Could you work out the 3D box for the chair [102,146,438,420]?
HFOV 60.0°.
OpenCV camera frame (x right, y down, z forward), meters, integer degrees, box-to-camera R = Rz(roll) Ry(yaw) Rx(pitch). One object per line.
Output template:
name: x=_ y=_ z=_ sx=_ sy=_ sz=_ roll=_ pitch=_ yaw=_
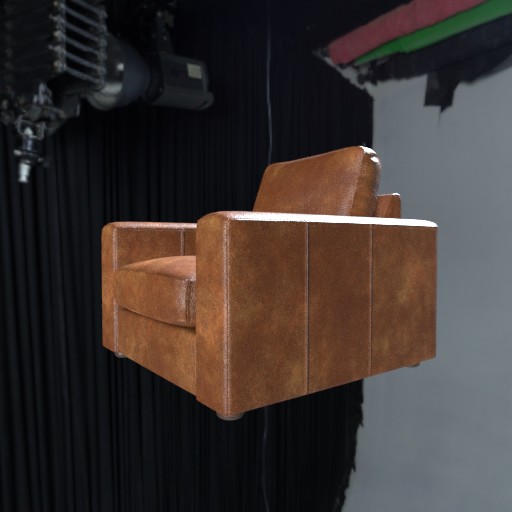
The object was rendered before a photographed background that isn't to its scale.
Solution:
chair: x=0.000 y=0.000 z=1.806 sx=1.016 sy=0.873 sz=1.005 roll=-1 pitch=2 yaw=-37
